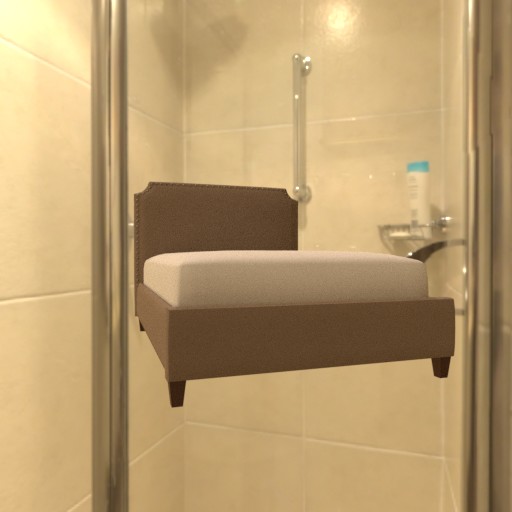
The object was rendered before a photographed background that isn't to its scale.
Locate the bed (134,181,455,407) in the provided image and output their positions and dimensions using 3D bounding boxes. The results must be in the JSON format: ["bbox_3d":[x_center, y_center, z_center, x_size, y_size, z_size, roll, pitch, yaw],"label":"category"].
[{"bbox_3d":[0.000,0.000,3.460,1.713,1.443,2.372,0,0,-19],"label":"bed"}]
